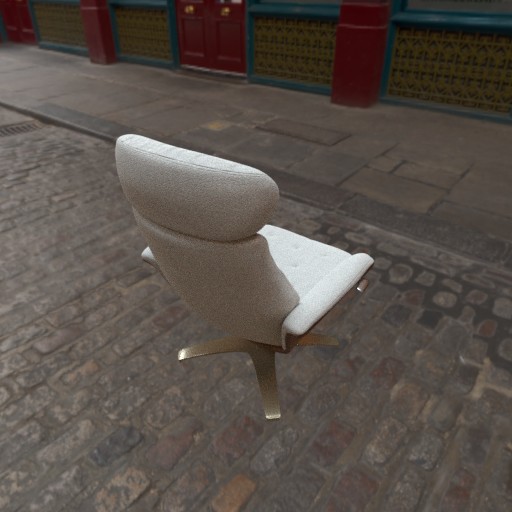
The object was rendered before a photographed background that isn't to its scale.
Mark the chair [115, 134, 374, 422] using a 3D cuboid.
[{"bbox_3d":[0.000,0.000,1.630,0.785,0.995,0.837,22,38,32],"label":"chair"}]
